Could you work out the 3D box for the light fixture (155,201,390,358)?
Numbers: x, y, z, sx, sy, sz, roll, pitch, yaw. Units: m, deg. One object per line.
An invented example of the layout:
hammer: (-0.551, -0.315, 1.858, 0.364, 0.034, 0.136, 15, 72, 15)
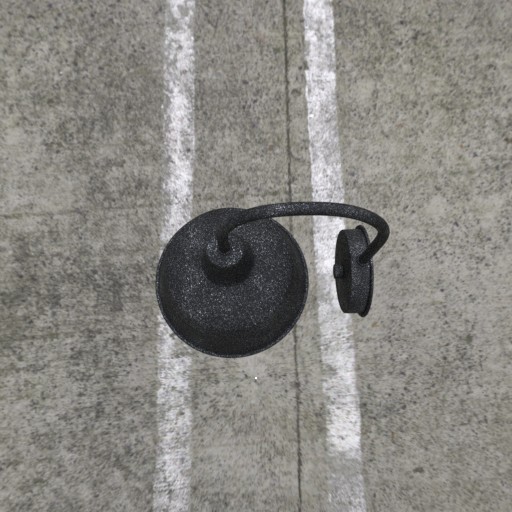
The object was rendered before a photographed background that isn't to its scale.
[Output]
light fixture: (0.000, 0.000, 0.507, 0.283, 0.300, 0.216, -1, 75, 0)
